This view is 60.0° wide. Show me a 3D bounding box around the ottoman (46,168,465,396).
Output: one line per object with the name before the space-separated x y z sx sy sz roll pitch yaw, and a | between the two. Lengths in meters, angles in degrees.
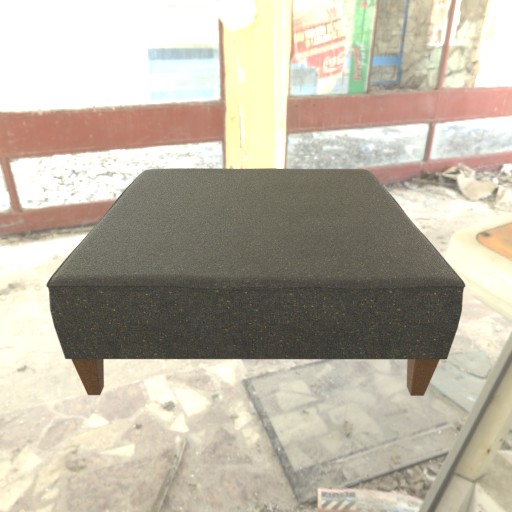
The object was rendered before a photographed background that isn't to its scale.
ottoman | 0.000 0.000 1.525 0.968 0.382 1.004 0 26 0
